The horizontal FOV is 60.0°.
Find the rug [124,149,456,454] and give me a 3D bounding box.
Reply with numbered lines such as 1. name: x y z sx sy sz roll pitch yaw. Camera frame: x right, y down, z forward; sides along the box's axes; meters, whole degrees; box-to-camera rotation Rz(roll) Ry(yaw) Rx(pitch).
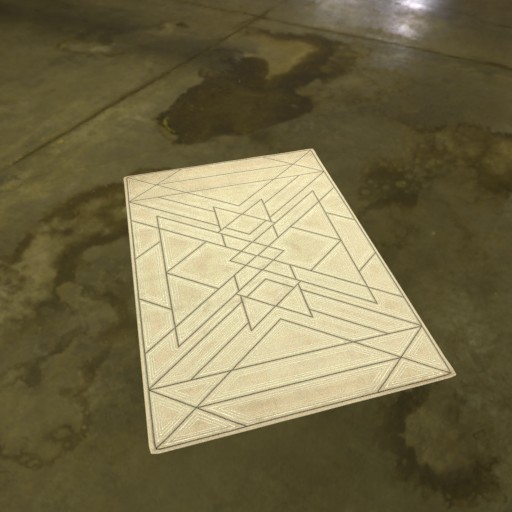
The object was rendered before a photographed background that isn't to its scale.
1. rug: 0.000 0.000 4.456 2.436 0.026 3.381 -11 47 -10
